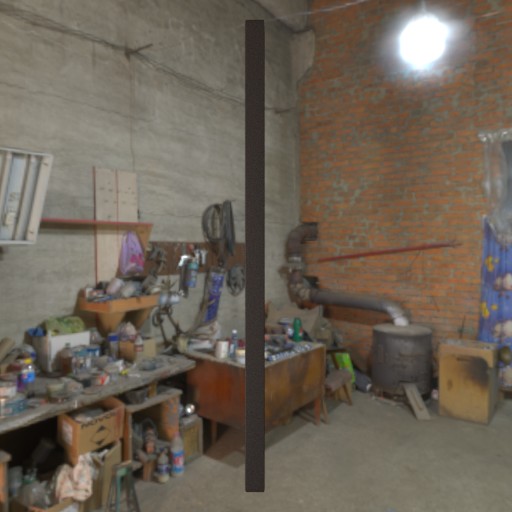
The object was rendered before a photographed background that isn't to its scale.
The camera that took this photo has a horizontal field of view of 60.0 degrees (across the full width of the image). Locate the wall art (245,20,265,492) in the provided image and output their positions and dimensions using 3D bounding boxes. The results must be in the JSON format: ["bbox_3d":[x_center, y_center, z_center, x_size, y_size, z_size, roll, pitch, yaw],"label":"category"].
[{"bbox_3d":[0.000,0.000,0.693,0.021,0.509,0.430,0,0,0],"label":"wall art"}]
